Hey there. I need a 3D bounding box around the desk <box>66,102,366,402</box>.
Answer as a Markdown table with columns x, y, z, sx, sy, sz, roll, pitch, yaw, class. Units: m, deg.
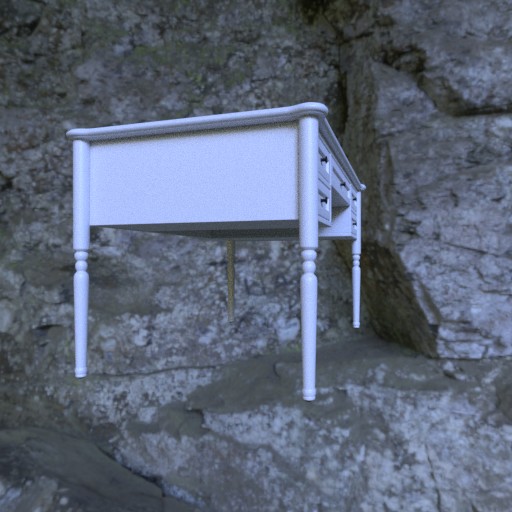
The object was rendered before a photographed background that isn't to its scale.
| x | y | z | sx | sy | sz | roll | pitch | yaw | class |
| --- | --- | --- | --- | --- | --- | --- | --- | --- | --- |
| 0.000 | 0.000 | 1.866 | 0.807 | 0.762 | 1.380 | 0 | 0 | 18 | desk |
